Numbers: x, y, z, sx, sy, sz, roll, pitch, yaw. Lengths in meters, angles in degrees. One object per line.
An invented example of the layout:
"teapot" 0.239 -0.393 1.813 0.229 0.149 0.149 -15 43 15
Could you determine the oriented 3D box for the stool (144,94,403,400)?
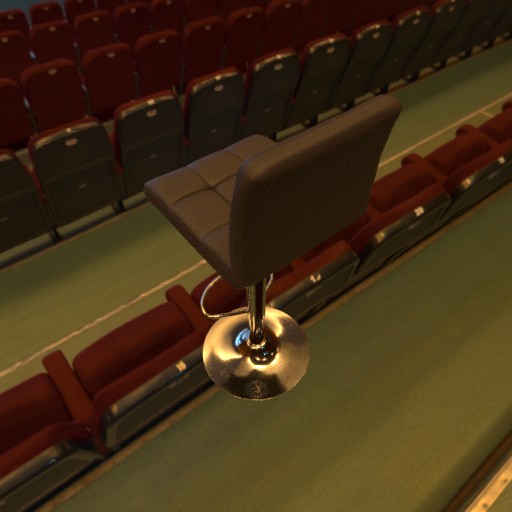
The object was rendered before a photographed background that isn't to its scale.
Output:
"stool" 0.000 0.000 1.362 0.430 1.115 0.505 -31 55 -25
